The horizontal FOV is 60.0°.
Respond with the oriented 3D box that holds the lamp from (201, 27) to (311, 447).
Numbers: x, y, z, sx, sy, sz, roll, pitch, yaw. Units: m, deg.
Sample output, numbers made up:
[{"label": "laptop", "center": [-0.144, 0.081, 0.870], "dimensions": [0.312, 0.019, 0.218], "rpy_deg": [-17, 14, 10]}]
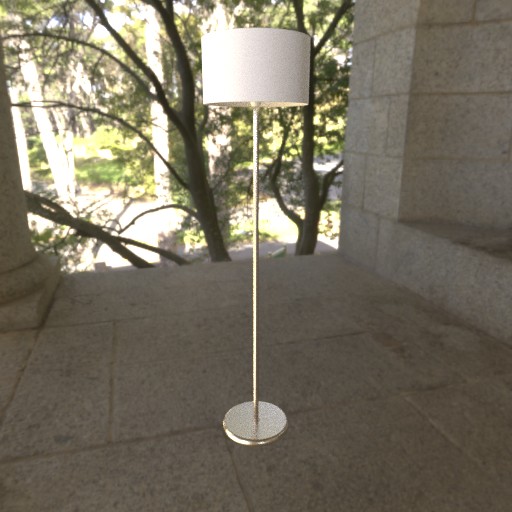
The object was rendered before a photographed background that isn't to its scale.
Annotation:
[{"label": "lamp", "center": [0.000, 0.000, 1.618], "dimensions": [0.347, 1.443, 0.347], "rpy_deg": [15, 22, 42]}]
